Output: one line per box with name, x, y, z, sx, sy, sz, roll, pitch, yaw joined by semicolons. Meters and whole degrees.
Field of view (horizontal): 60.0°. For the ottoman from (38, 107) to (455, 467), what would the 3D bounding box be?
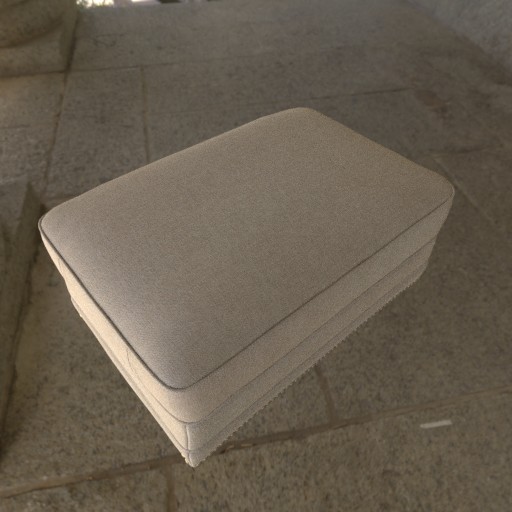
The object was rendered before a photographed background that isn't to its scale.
ottoman;0.000;0.000;1.105;0.813;0.458;0.559;-32;55;-27
